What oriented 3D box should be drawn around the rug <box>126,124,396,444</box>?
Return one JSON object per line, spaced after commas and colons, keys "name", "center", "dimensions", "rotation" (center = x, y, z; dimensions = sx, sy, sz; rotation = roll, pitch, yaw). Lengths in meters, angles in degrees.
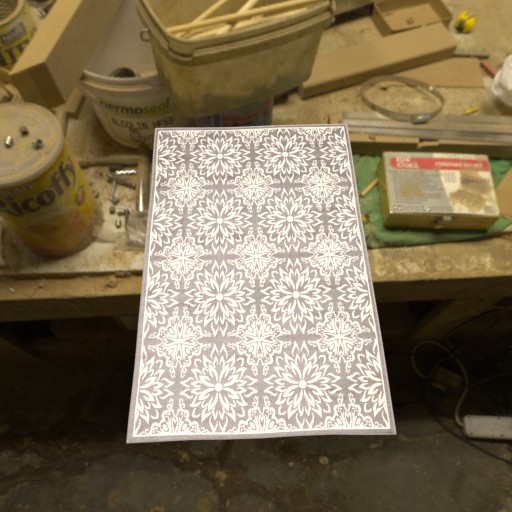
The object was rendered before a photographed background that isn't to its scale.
{"name": "rug", "center": [0.000, 0.000, 2.411], "dimensions": [1.224, 0.012, 1.847], "rotation": [-2, 64, -1]}
